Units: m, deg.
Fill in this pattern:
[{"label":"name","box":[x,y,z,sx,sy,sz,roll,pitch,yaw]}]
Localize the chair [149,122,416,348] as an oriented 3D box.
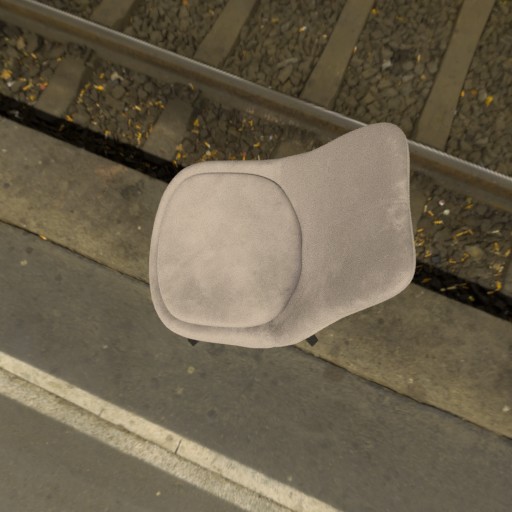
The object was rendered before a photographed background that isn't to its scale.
[{"label":"chair","box":[0.000,0.000,1.175,0.550,0.850,0.485,2,76,0]}]
